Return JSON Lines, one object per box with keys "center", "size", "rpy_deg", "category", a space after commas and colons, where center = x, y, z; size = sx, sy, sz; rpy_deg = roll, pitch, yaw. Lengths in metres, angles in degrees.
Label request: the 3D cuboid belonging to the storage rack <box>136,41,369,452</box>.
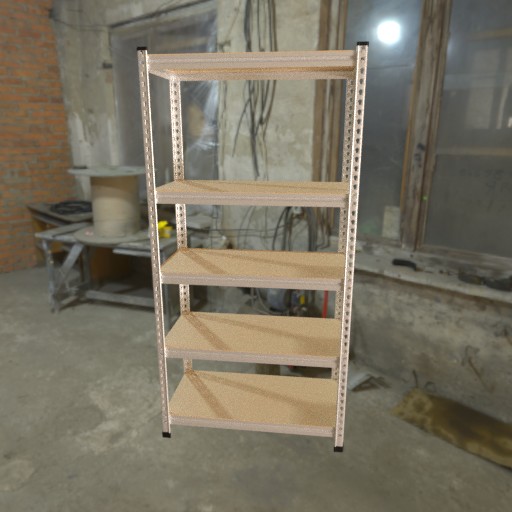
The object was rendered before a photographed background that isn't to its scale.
{"center": [0.000, 0.000, 2.179], "size": [0.914, 1.829, 0.457], "rpy_deg": [2, 16, 7], "category": "storage rack"}
